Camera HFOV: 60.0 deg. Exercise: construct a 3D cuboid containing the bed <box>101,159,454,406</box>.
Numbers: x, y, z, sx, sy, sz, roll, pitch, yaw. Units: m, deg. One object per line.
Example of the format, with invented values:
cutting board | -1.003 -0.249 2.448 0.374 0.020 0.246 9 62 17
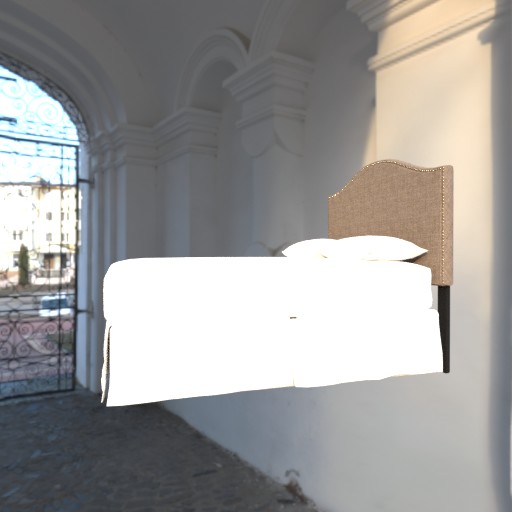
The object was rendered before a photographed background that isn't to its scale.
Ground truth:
bed | 0.000 0.000 3.286 2.153 1.518 1.713 0 0 -17
